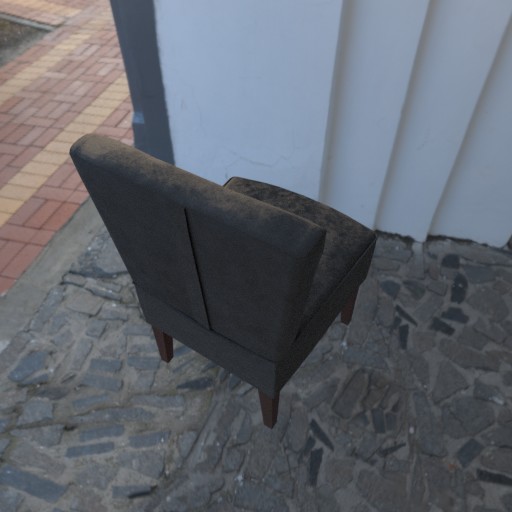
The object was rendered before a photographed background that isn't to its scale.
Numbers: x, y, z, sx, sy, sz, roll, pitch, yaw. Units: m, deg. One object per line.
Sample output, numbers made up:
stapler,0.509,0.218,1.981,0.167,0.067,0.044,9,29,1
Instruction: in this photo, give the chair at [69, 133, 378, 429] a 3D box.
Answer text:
chair,0.000,0.000,1.183,0.521,0.806,0.554,25,52,22
